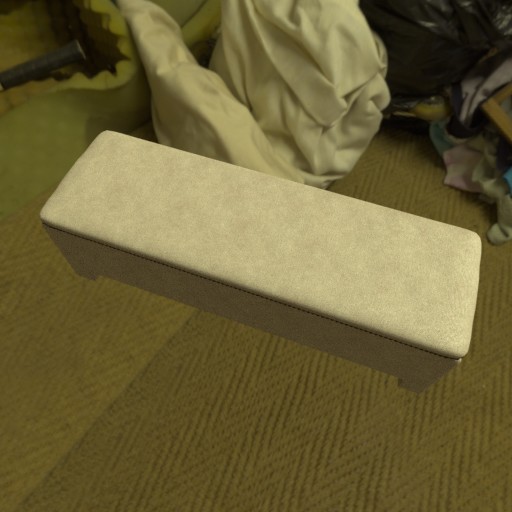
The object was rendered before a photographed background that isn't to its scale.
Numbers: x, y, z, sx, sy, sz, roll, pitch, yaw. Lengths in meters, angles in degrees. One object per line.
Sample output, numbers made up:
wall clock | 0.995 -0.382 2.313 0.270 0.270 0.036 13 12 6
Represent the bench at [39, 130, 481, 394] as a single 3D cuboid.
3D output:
bench | 0.000 0.000 1.688 1.482 0.447 0.470 17 61 10
